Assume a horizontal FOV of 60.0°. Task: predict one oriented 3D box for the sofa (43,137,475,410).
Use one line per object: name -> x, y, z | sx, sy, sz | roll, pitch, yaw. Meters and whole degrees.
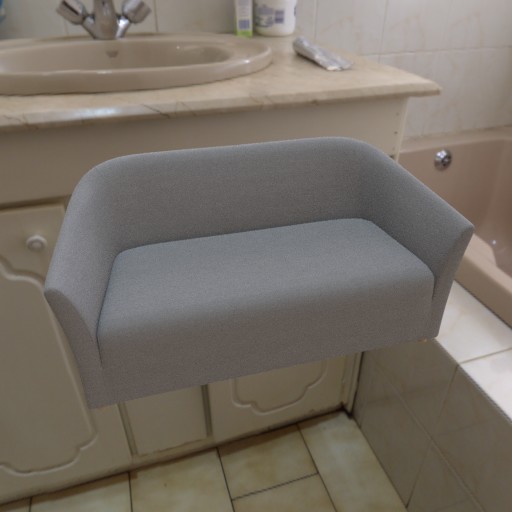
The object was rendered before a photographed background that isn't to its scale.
sofa -> 0.000, 0.000, 1.819 | 1.452, 0.721, 0.705 | -8, 34, -13
